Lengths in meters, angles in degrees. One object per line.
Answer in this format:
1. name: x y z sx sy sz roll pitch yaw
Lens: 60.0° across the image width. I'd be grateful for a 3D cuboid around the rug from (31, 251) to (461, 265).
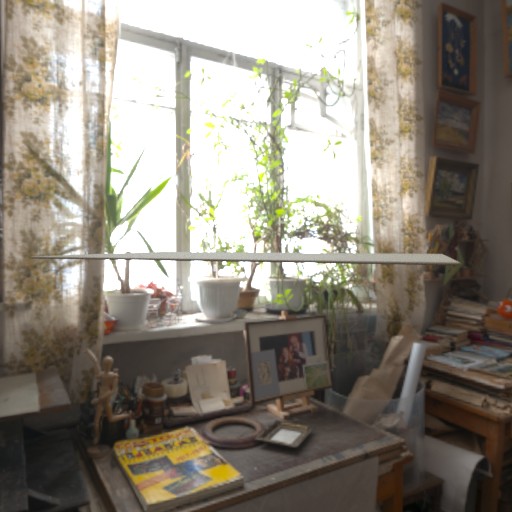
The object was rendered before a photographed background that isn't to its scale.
1. rug: 0.000 0.000 3.036 2.441 0.014 1.531 1 2 20
